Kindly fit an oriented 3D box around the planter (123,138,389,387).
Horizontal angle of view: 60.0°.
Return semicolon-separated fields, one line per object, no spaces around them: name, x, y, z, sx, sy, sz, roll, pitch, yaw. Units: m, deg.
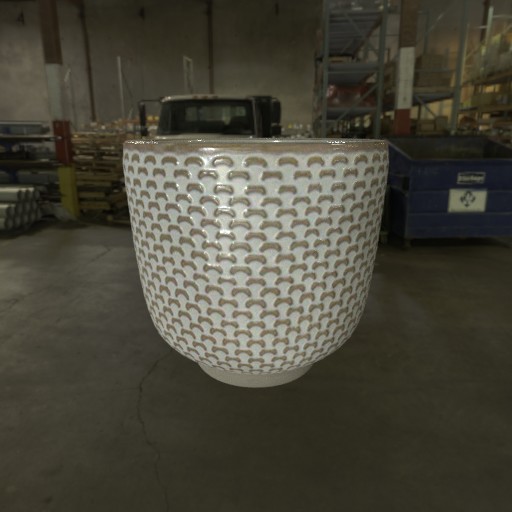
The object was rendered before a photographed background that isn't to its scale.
planter;0.000;0.000;0.255;0.139;0.130;0.139;0;16;0
